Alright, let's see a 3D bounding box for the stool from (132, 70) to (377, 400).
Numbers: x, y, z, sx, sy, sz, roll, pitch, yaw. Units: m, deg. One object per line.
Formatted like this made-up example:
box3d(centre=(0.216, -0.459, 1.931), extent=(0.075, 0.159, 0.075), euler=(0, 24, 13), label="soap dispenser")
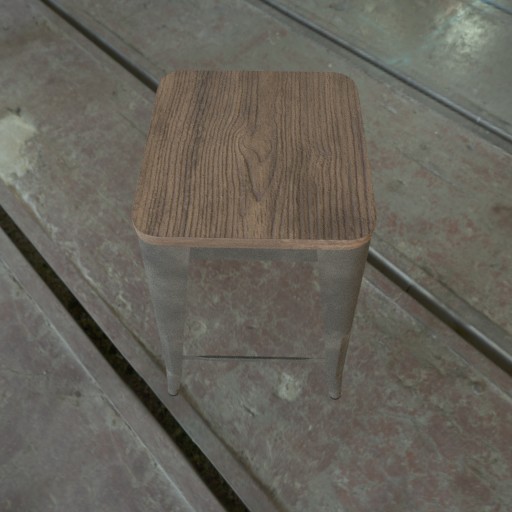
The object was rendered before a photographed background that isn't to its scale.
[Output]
box3d(centre=(0.000, 0.000, 0.885), extent=(0.407, 0.607, 0.407), euler=(1, 58, 1), label="stool")
